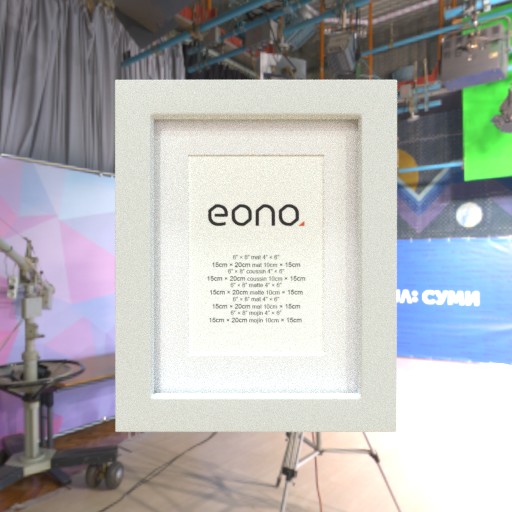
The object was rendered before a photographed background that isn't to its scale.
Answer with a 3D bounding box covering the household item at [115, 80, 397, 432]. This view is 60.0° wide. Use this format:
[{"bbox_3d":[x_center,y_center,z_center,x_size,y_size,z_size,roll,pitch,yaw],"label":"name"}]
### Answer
[{"bbox_3d":[0.000,0.000,0.336,0.200,0.250,0.045,0,0,0],"label":"household item"}]
